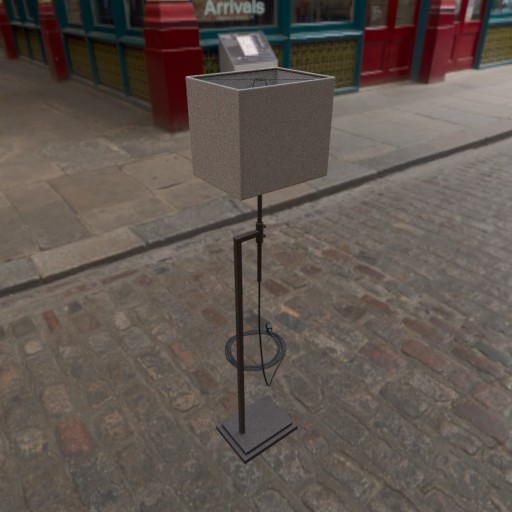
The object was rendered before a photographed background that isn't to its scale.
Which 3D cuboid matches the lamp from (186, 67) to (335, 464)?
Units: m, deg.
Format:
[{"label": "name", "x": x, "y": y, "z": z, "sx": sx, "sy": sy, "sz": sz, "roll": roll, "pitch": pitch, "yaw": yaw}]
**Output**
[{"label": "lamp", "x": 0.000, "y": 0.000, "z": 1.997, "sx": 0.698, "sy": 1.600, "sz": 0.774, "roll": -21, "pitch": 36, "yaw": -31}]
